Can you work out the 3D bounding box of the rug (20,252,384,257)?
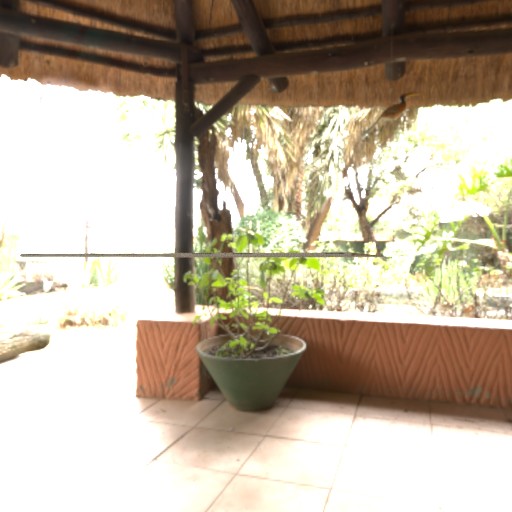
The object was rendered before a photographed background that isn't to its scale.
[{"bbox_3d":[0.000,0.000,2.922,1.521,0.017,2.365,0,0,19],"label":"rug"}]
